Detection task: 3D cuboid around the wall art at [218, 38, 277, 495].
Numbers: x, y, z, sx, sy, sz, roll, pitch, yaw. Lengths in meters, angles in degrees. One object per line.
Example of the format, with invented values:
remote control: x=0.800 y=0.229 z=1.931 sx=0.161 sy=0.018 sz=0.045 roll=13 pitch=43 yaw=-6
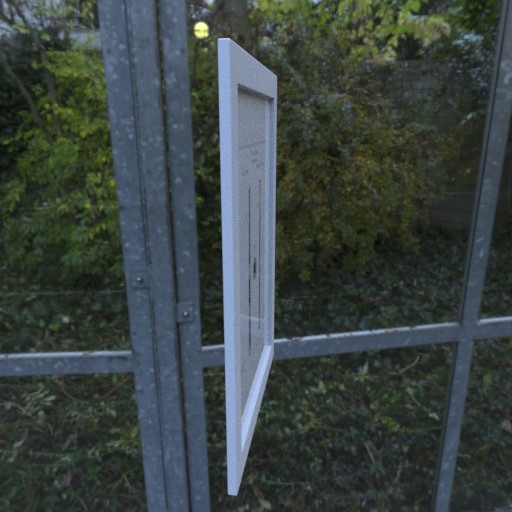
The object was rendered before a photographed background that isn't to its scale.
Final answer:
wall art: x=0.000 y=0.000 z=0.599 sx=0.011 sy=0.482 sz=0.329 roll=3 pitch=17 yaw=9
